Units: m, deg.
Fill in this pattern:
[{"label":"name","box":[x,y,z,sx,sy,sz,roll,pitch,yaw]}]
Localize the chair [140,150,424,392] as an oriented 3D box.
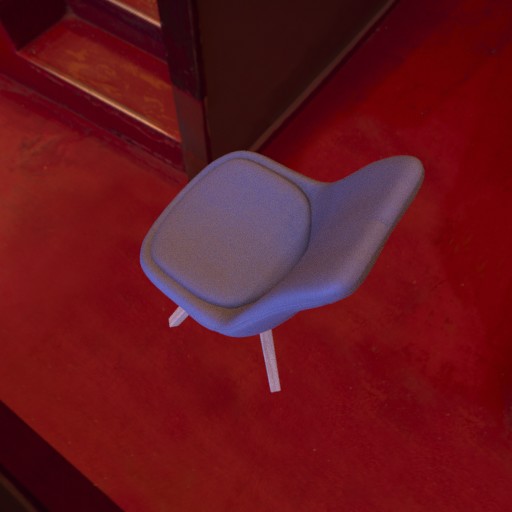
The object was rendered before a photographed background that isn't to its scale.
[{"label":"chair","box":[0.000,0.000,1.168,0.547,0.865,0.483,31,68,14]}]
